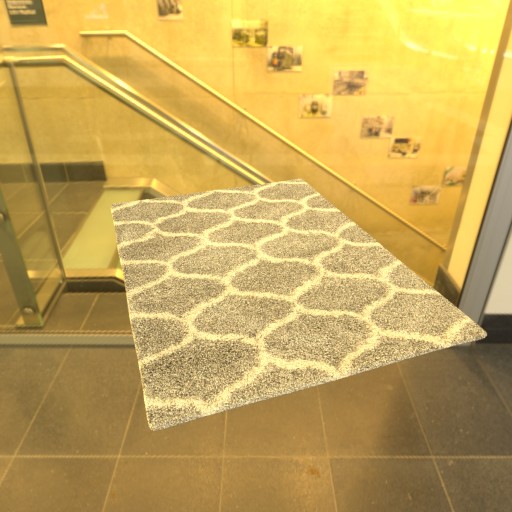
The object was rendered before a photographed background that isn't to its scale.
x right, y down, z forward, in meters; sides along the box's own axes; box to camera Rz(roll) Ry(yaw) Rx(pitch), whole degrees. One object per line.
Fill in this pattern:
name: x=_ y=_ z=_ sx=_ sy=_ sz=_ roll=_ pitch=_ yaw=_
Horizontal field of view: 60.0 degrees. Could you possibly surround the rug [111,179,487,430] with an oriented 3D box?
rug: x=0.000 y=0.000 z=2.059 sx=1.200 sy=0.025 sz=1.600 roll=-10 pitch=33 yaw=-17
